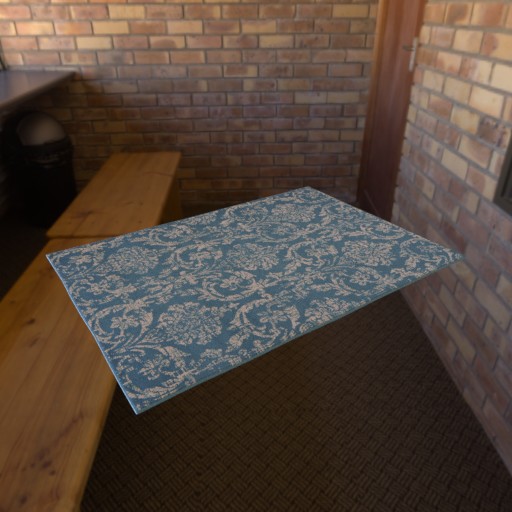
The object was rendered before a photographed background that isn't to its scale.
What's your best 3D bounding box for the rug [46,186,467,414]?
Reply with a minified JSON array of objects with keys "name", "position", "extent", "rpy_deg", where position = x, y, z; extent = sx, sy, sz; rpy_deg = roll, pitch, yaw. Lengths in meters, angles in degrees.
[{"name":"rug","position":[0.000,0.000,2.833],"extent":[2.205,0.012,1.554],"rpy_deg":[-19,34,-30]}]
